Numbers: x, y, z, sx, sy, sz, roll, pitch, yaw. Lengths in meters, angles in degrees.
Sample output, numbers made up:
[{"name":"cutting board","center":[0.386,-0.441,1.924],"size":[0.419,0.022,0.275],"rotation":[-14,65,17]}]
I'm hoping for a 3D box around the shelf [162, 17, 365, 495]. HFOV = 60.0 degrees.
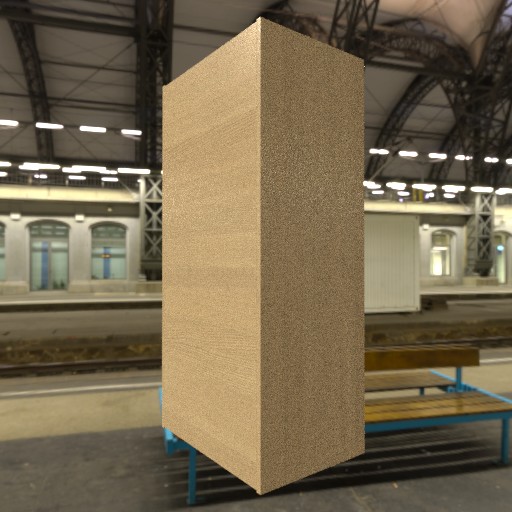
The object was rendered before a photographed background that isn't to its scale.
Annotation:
[{"name":"shelf","center":[0.000,0.000,1.065],"size":[0.292,0.876,0.417],"rotation":[0,-1,-37]}]
